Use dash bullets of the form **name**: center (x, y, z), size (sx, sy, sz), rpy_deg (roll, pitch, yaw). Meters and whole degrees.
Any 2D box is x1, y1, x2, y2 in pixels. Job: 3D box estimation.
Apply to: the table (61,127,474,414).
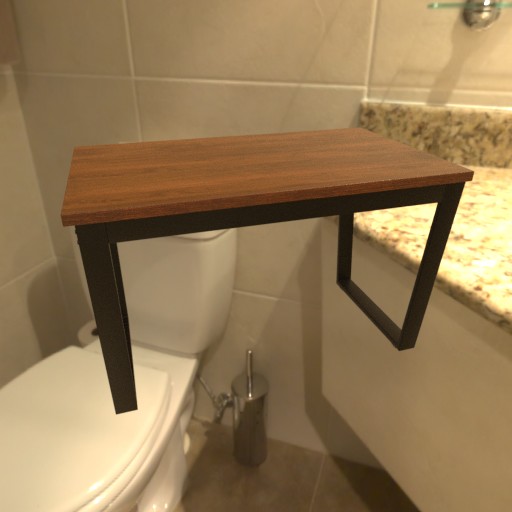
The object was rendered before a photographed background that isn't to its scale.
- **table**: center (0.000, 0.000, 1.697), size (1.205, 0.760, 0.714), rpy_deg (-8, 28, -15)
